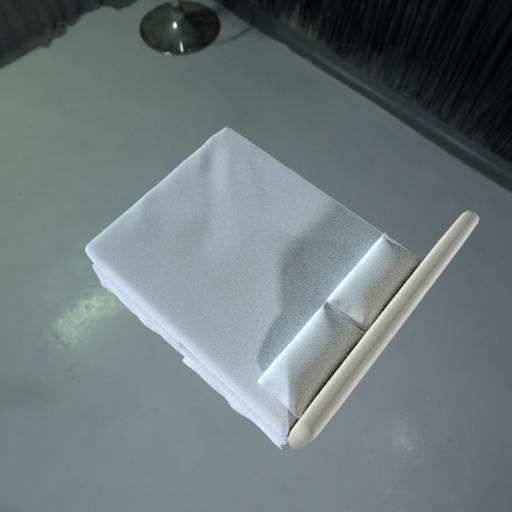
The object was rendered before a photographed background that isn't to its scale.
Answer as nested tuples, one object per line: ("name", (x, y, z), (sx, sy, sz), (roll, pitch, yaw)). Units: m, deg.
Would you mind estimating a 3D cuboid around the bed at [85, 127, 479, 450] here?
("bed", (0.000, 0.000, 3.253), (2.142, 1.330, 1.723), (38, 70, 17))
